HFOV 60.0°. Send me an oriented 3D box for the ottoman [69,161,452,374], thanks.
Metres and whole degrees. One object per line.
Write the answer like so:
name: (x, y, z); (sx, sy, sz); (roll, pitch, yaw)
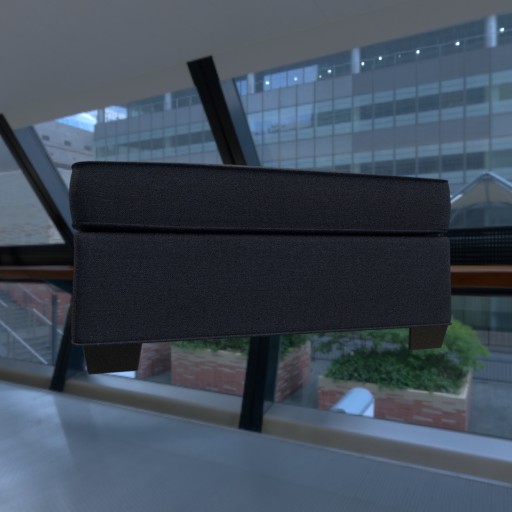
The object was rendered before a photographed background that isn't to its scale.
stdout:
ottoman: (0.000, 0.000, 1.189); (0.895, 0.453, 0.505); (0, 0, -17)
